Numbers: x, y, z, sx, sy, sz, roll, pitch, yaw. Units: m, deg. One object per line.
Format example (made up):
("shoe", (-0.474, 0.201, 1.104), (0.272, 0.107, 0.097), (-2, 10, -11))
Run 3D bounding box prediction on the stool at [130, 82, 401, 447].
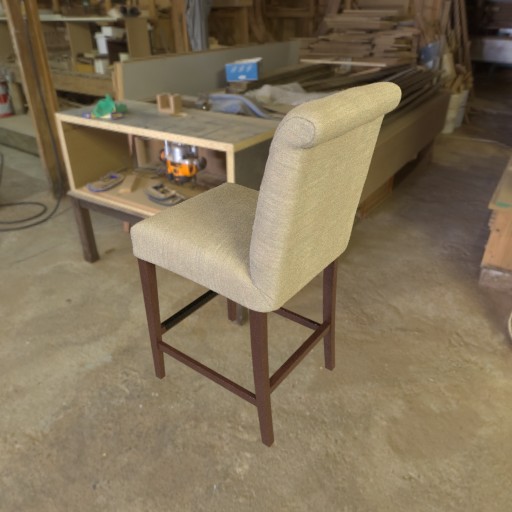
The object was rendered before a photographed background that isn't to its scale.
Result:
("stool", (0.000, 0.000, 1.451), (0.660, 1.084, 0.486), (20, 36, 31))
